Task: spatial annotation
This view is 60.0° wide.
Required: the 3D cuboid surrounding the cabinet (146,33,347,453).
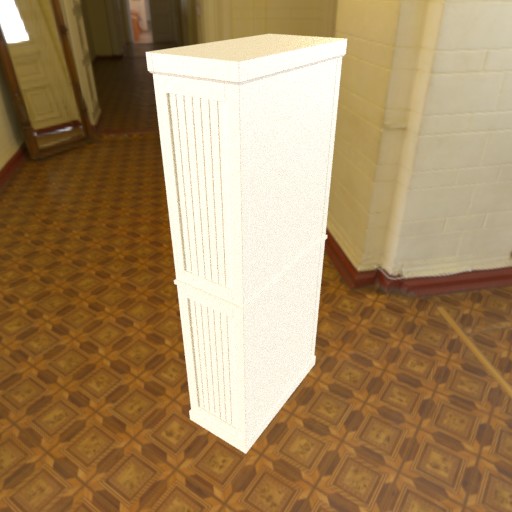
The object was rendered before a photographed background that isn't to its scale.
[{"bbox_3d":[0.000,0.000,2.112,0.390,1.829,0.754,19,37,28],"label":"cabinet"}]
